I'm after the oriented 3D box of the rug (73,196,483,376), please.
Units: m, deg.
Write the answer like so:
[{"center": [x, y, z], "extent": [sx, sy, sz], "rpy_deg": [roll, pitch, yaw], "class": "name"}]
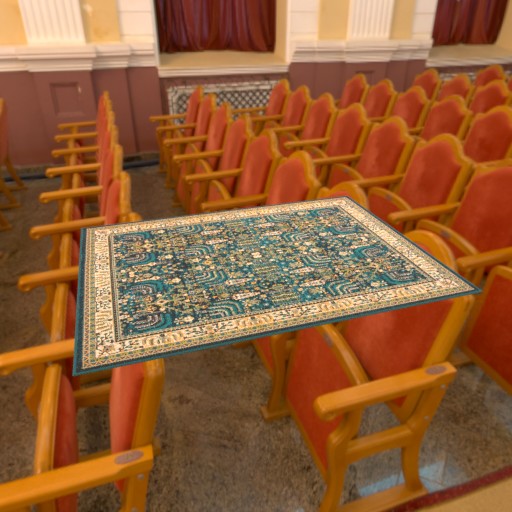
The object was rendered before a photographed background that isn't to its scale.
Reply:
[{"center": [0.000, 0.000, 4.017], "extent": [3.044, 0.015, 2.226], "rpy_deg": [-9, 30, -16], "class": "rug"}]
